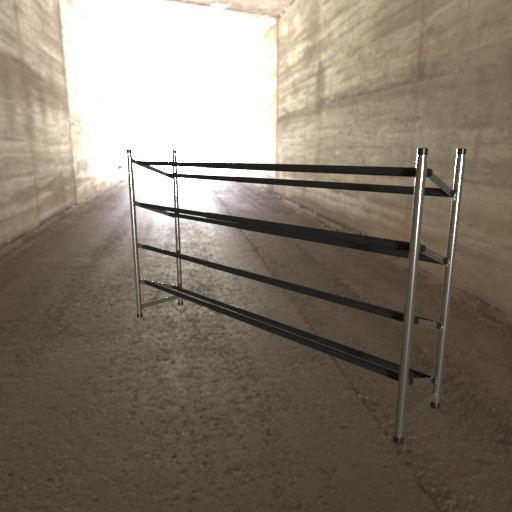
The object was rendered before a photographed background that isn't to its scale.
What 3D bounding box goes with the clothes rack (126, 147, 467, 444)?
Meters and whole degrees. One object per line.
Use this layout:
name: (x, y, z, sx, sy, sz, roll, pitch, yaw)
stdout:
clothes rack: (0.000, 0.000, 1.429, 1.168, 0.672, 0.229, 13, 18, 43)
